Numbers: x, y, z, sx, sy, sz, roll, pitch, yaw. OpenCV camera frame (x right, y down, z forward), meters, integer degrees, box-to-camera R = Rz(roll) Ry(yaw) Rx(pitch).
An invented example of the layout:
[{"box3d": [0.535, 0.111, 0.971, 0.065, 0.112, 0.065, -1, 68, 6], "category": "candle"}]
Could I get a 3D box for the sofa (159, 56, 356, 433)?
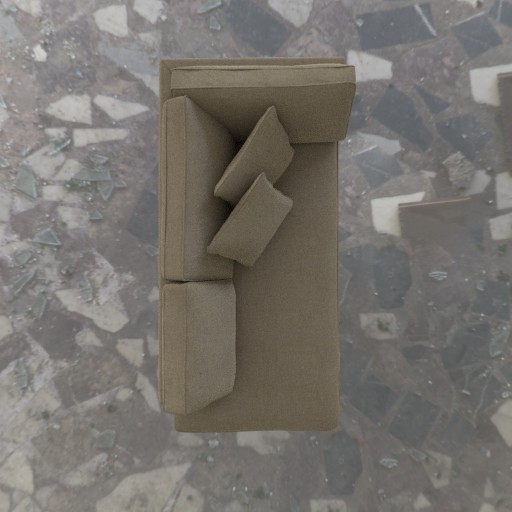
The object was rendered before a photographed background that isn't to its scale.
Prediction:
[{"box3d": [0.000, 0.000, 2.788, 1.110, 1.019, 2.238, 0, 90, 2], "category": "sofa"}]
